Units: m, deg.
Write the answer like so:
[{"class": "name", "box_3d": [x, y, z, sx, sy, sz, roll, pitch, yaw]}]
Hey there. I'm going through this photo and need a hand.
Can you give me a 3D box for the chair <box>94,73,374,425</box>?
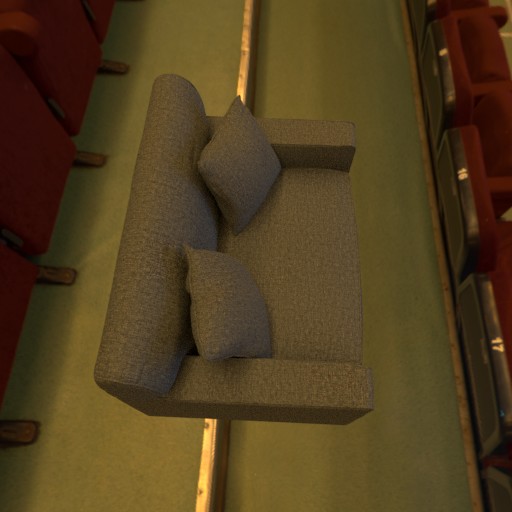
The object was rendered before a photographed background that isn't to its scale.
[{"class": "chair", "box_3d": [0.000, 0.000, 2.058, 1.000, 0.948, 1.383, 2, 64, 1]}]
